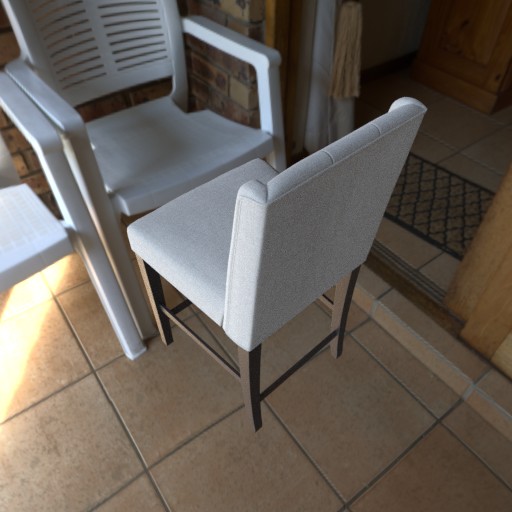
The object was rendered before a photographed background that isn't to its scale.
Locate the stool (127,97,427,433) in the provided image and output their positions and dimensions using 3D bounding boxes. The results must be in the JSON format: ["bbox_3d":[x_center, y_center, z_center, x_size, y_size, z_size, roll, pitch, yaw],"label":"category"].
[{"bbox_3d":[0.000,0.000,1.201,0.474,0.939,0.509,-33,55,-28],"label":"stool"}]
